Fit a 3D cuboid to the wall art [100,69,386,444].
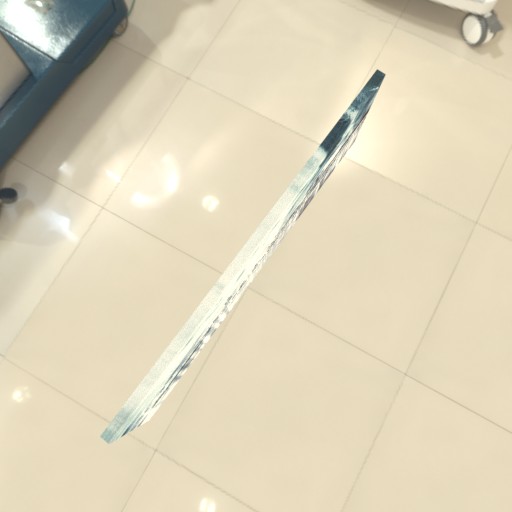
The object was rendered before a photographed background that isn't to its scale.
[{"bbox_3d":[0.000,0.000,1.692,0.037,0.509,1.524,35,80,7],"label":"wall art"}]
